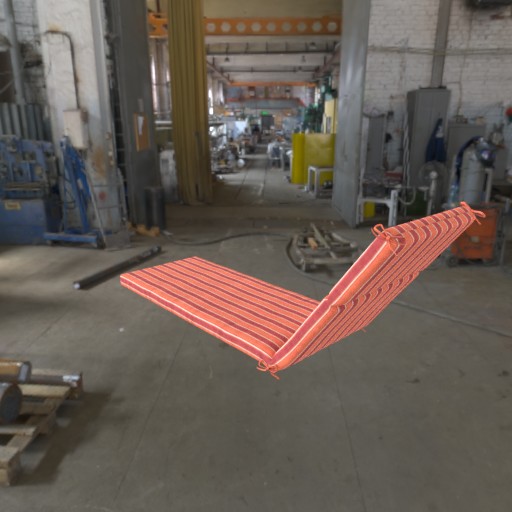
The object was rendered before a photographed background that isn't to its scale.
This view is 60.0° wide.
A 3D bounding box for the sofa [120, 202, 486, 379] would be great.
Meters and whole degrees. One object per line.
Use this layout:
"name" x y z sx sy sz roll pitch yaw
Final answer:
"sofa" 0.000 0.000 1.950 0.582 0.622 1.663 -15 23 -41
